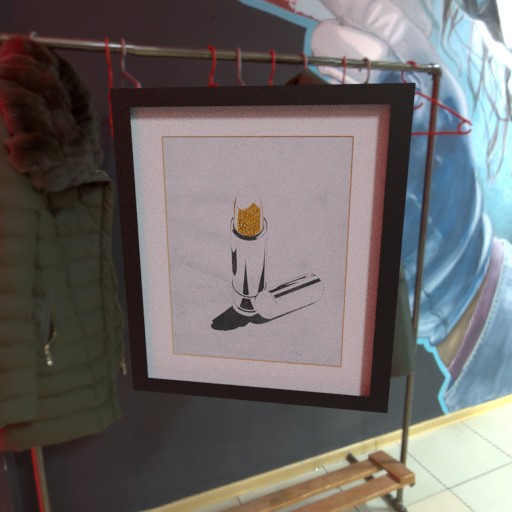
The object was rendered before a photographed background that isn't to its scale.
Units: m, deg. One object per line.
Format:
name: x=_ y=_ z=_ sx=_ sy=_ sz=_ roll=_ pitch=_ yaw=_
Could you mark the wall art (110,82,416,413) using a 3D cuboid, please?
wall art: x=0.000 y=0.000 z=0.531 sx=0.330 sy=0.381 sz=0.019 roll=2 pitch=15 yaw=9
